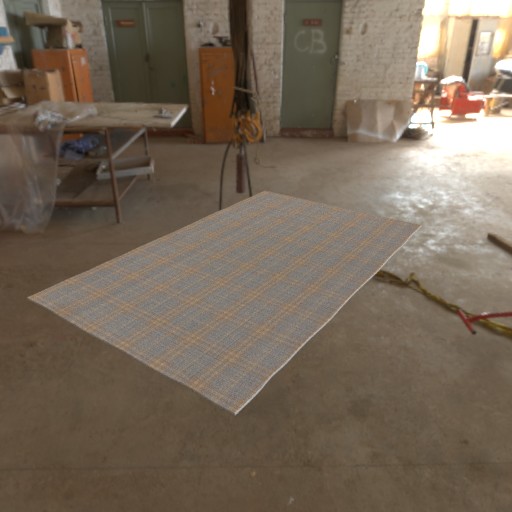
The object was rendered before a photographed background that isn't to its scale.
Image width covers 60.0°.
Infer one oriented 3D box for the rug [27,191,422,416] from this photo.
[{"bbox_3d":[0.000,0.000,3.076,1.545,0.016,2.460,18,31,31],"label":"rug"}]
